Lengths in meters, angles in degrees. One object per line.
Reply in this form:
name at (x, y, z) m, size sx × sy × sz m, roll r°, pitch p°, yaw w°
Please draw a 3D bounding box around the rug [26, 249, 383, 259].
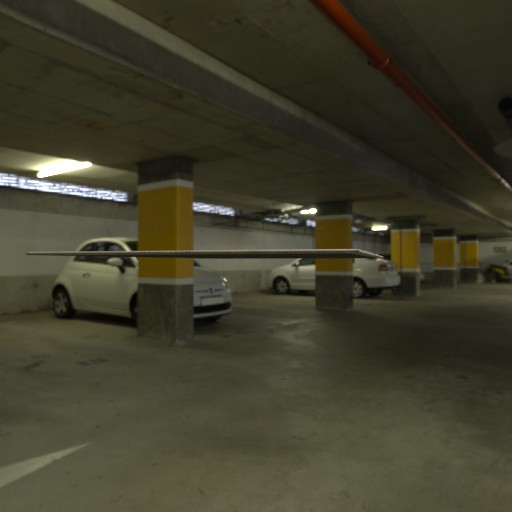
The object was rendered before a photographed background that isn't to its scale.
rug at (0.000, 0.000, 2.934) m, size 1.540 × 0.021 × 2.290 m, roll 0°, pitch -1°, yaw 18°
